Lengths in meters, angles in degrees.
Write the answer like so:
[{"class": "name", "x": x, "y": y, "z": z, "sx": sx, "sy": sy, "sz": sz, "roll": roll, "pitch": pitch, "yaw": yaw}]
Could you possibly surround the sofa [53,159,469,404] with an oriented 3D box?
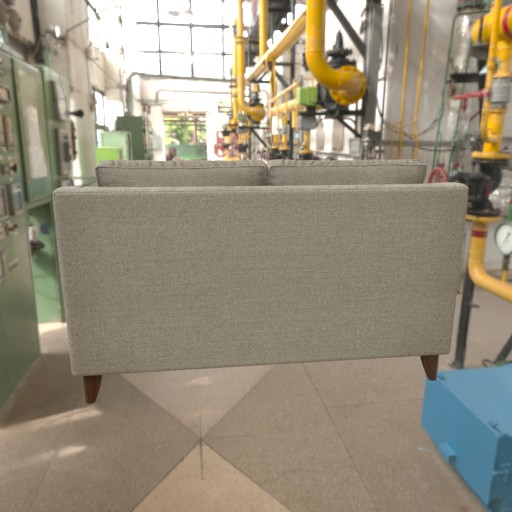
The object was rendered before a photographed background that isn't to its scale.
[{"class": "sofa", "x": 0.000, "y": 0.000, "z": 1.988, "sx": 1.422, "sy": 0.863, "sz": 0.915, "roll": -2, "pitch": 14, "yaw": -7}]
